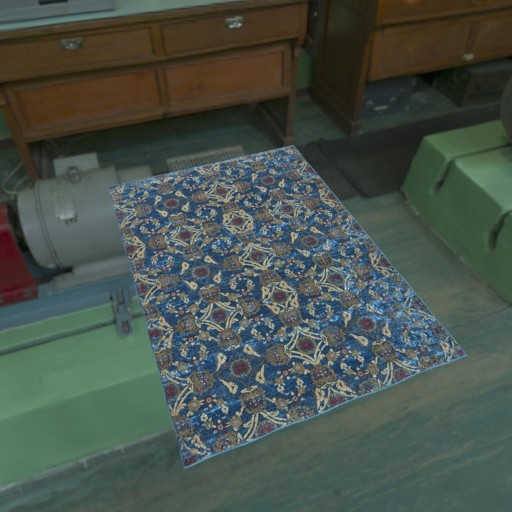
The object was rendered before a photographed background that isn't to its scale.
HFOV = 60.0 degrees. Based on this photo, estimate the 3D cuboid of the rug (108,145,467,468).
[{"bbox_3d":[0.000,0.000,4.308,2.337,0.013,3.291,-16,48,-15],"label":"rug"}]
